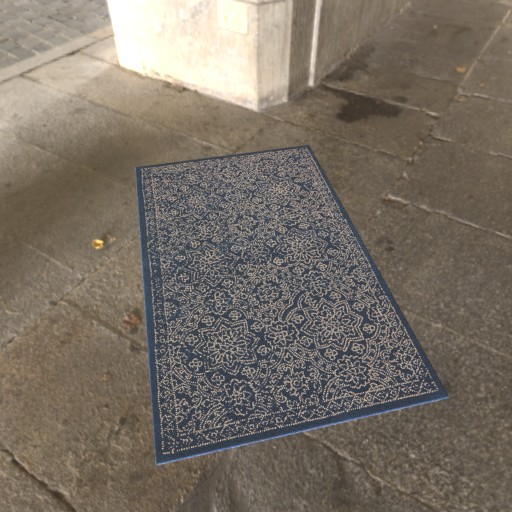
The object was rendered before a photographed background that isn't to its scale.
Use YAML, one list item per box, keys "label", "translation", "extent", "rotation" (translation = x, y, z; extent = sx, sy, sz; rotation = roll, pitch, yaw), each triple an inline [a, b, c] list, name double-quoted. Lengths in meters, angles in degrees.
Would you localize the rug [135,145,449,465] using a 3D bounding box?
- label: "rug"
  translation: [0.000, 0.000, 3.024]
  extent: [1.526, 0.015, 2.441]
  rotation: [-9, 47, -9]
